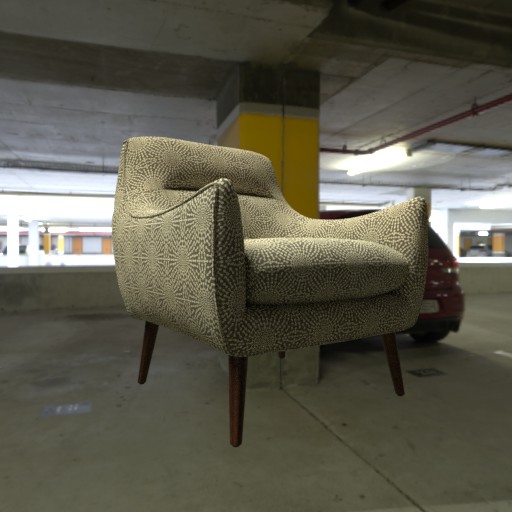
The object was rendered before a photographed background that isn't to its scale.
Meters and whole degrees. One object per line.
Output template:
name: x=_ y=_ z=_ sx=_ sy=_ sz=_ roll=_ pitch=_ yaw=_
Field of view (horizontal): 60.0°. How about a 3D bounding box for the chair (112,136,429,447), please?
chair: x=0.000 y=0.000 z=1.431 sx=0.762 sy=0.838 sz=0.787 roll=-1 pitch=1 yaw=-36
